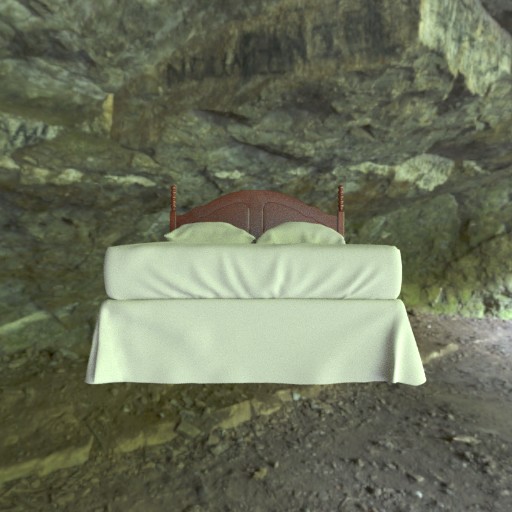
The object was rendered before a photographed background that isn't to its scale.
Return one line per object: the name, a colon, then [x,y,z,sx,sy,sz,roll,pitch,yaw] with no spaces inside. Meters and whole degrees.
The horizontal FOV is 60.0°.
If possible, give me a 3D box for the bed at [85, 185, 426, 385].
bed: [0.000,0.000,3.247,1.873,1.356,2.040,0,0,1]
